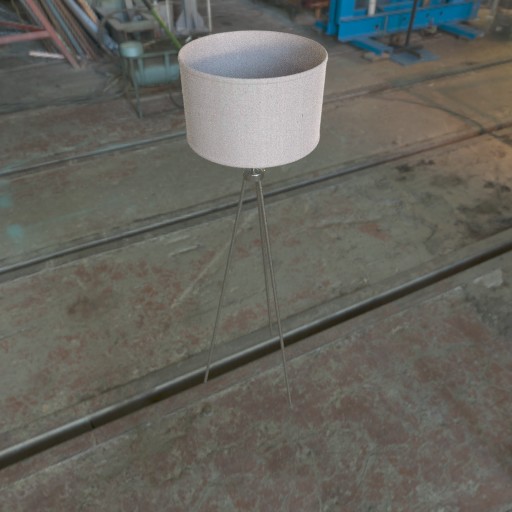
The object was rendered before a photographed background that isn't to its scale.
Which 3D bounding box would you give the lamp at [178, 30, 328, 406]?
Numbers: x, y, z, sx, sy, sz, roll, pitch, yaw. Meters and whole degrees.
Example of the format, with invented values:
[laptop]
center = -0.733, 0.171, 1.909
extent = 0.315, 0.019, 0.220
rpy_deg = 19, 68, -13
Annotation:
[lamp]
center = 0.000, 0.000, 1.747
extent = 0.449, 1.545, 0.460
rpy_deg = 12, 43, 13
